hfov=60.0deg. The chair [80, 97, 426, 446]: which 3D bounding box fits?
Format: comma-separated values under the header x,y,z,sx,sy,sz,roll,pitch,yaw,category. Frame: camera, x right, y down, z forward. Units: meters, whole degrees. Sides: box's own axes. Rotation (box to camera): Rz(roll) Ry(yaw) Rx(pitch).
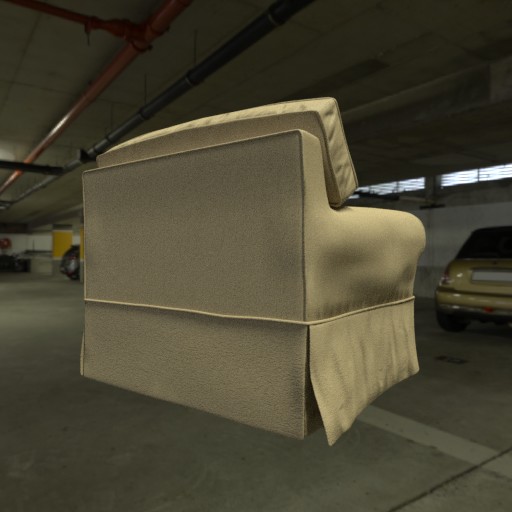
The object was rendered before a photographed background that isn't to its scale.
x,y,z,sx,sy,sz,roll,pitch,yaw,category
0.000,0.000,1.746,1.096,0.937,0.903,0,0,37,chair
